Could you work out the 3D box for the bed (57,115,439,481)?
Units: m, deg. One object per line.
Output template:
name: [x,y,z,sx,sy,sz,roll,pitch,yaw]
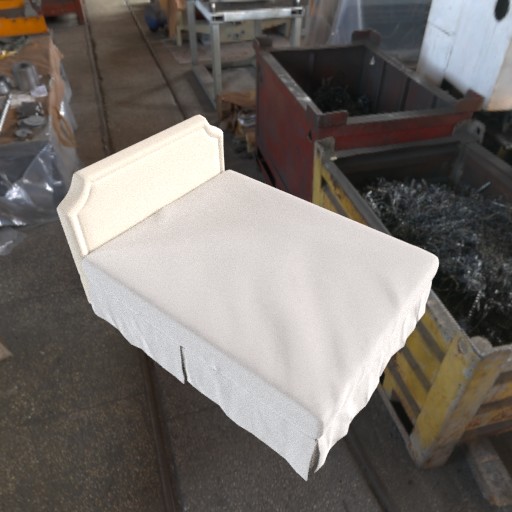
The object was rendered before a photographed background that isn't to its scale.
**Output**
bed: [0.000,0.000,3.624,2.498,1.293,1.977,27,48,28]
